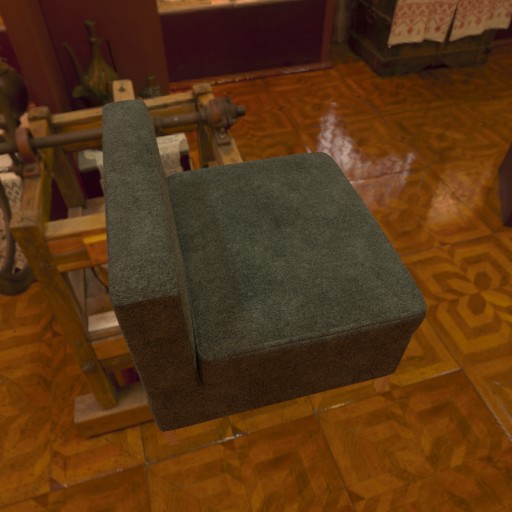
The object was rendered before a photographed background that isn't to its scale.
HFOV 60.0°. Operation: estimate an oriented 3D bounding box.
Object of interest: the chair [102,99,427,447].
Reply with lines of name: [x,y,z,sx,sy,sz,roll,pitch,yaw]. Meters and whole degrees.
chair: [0.000,0.000,1.210,0.680,0.660,0.680,-11,48,-10]
